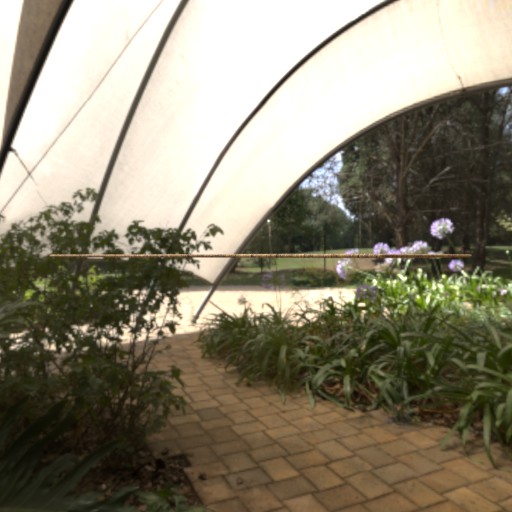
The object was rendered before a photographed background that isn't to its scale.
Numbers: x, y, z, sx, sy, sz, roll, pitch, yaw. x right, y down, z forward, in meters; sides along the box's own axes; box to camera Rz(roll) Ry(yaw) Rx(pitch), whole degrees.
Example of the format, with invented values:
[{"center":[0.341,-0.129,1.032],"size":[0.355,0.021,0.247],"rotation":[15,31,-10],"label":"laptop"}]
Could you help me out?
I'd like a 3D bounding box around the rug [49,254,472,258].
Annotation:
[{"center":[0.000,0.000,2.321],"size":[1.846,0.014,1.243],"rotation":[0,0,37],"label":"rug"}]
